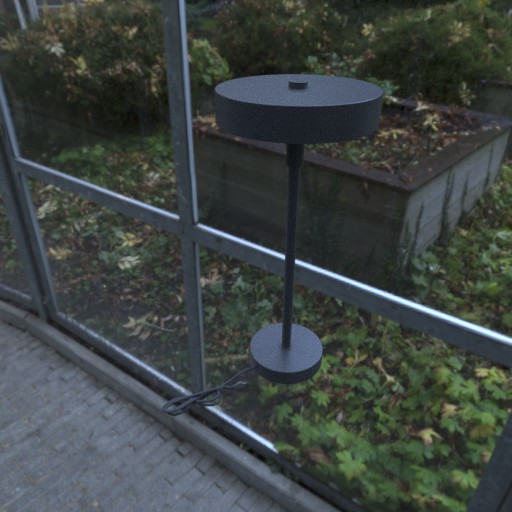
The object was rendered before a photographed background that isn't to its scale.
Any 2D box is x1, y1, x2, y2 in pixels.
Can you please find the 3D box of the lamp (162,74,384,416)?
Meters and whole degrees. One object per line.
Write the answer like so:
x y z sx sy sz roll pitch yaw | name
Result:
0.000 0.000 0.700 0.369 0.508 0.229 -20 36 -29 | lamp
